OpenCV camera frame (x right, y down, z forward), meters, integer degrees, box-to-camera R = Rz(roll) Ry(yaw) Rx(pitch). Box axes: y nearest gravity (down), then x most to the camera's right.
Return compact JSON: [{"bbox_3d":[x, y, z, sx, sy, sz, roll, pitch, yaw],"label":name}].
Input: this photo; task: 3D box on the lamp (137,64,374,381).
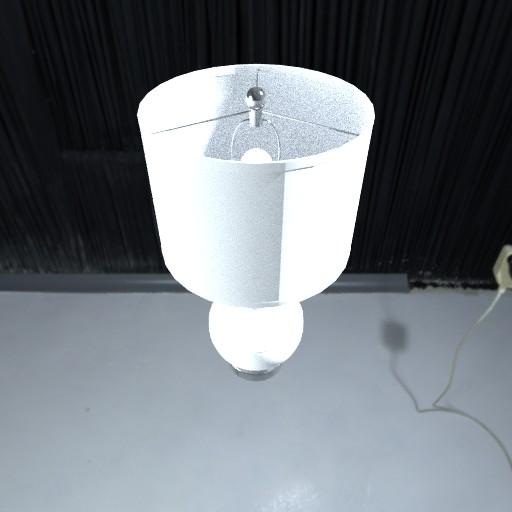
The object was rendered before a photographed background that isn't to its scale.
[{"bbox_3d":[0.000,0.000,0.884,0.357,0.673,0.357,1,42,1],"label":"lamp"}]
